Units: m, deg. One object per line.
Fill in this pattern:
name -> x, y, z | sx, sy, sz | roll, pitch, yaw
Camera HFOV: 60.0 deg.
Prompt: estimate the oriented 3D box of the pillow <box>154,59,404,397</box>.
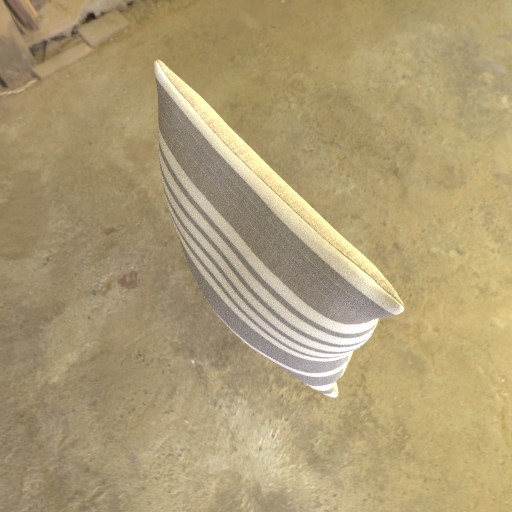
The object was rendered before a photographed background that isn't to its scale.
pillow -> 0.000, 0.000, 0.674 | 0.182, 0.440, 0.439 | -35, 67, -17
